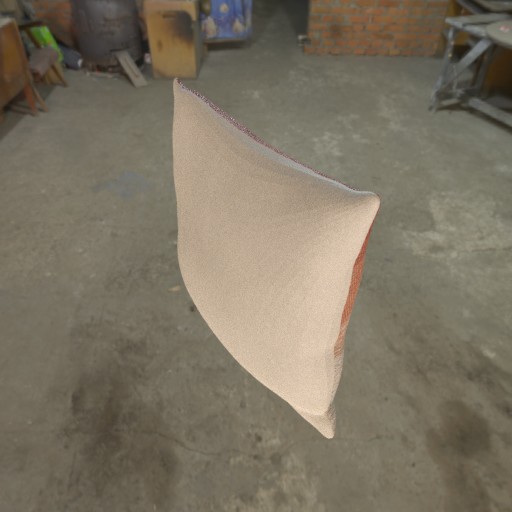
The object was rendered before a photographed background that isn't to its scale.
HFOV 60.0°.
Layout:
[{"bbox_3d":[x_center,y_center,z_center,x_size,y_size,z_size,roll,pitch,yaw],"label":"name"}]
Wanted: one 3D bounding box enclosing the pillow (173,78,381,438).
[{"bbox_3d":[0.000,0.000,0.692,0.182,0.441,0.440,-24,46,-26],"label":"pillow"}]
